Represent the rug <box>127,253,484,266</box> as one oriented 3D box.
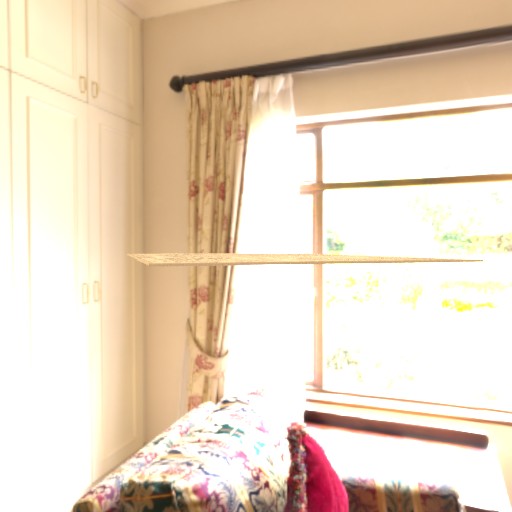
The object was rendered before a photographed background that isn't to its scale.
[{"bbox_3d":[0.000,0.000,3.188,1.706,0.026,2.438,0,1,-18],"label":"rug"}]
